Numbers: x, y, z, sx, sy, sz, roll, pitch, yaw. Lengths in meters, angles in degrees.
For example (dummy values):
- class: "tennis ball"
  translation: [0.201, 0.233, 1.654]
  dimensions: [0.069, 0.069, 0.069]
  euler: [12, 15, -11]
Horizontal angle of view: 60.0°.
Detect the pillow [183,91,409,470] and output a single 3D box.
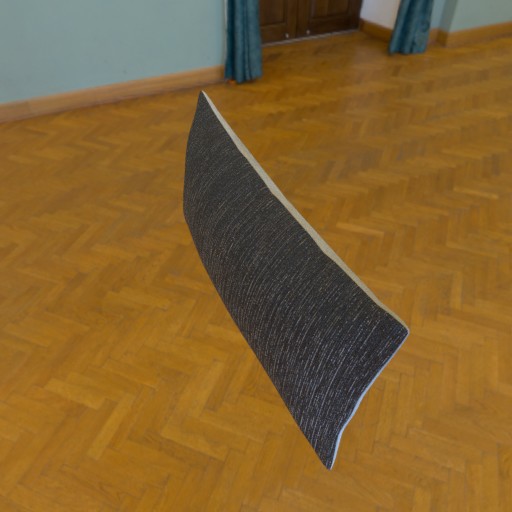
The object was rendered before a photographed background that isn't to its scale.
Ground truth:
- class: "pillow"
  translation: [0.000, 0.000, 0.735]
  dimensions: [0.156, 0.305, 0.608]
  euler: [-18, 48, -17]
